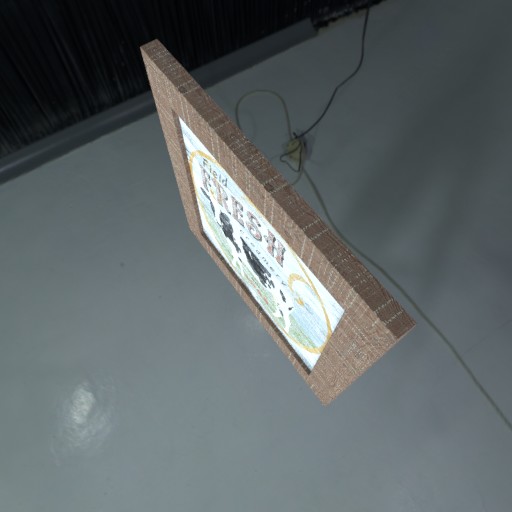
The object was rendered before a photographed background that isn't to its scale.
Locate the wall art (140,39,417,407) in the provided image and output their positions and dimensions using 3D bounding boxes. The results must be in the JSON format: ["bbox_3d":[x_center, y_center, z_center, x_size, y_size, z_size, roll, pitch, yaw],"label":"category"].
[{"bbox_3d":[0.000,0.000,0.788,0.029,0.531,0.531,-33,69,-15],"label":"wall art"}]
